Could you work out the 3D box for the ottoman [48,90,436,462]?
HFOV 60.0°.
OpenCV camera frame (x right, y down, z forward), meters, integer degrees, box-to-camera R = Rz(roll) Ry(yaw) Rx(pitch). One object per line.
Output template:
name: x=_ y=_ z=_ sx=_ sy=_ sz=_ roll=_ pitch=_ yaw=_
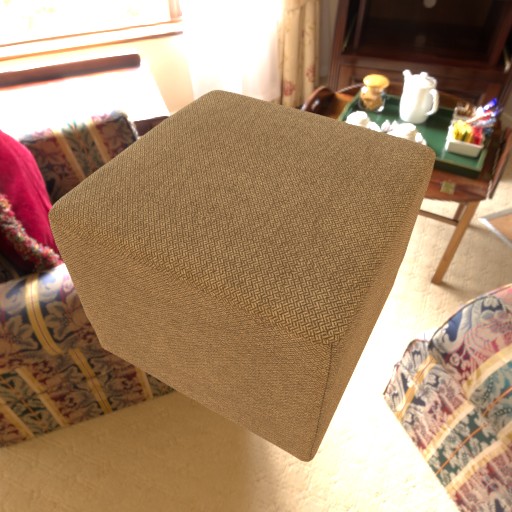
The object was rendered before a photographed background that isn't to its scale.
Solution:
ottoman: x=0.000 y=0.000 z=0.906 sx=0.519 sy=0.453 sz=0.512 roll=22 pitch=50 yaw=20
